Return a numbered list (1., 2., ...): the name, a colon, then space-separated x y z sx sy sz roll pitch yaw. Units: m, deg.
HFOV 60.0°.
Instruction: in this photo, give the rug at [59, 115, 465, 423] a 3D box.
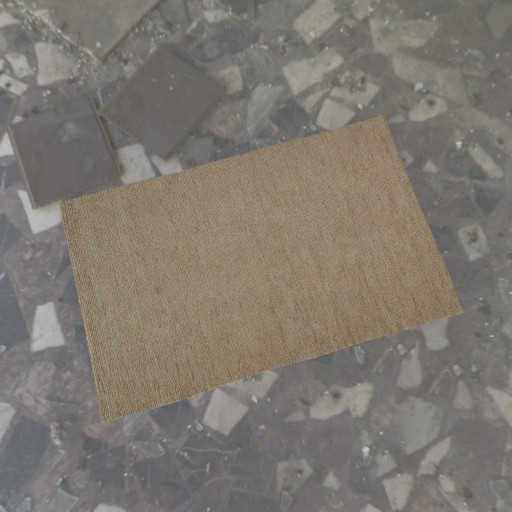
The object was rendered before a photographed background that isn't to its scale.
1. rug: 0.000 0.000 3.026 2.439 0.011 1.533 -16 76 -4
